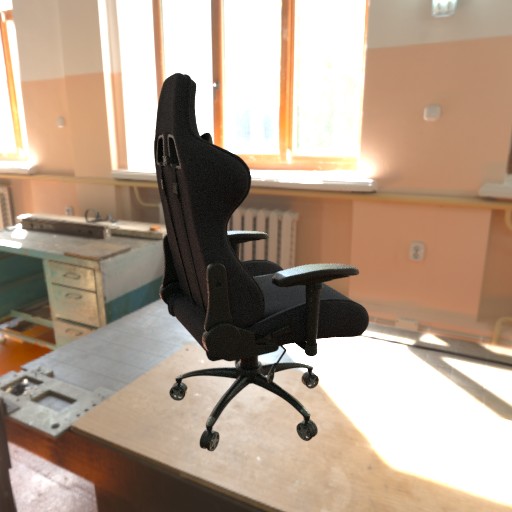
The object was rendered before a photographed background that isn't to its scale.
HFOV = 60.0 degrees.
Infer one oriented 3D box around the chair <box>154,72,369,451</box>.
[{"bbox_3d":[0.000,0.000,1.742,0.695,1.300,0.730,-7,16,-26],"label":"chair"}]
